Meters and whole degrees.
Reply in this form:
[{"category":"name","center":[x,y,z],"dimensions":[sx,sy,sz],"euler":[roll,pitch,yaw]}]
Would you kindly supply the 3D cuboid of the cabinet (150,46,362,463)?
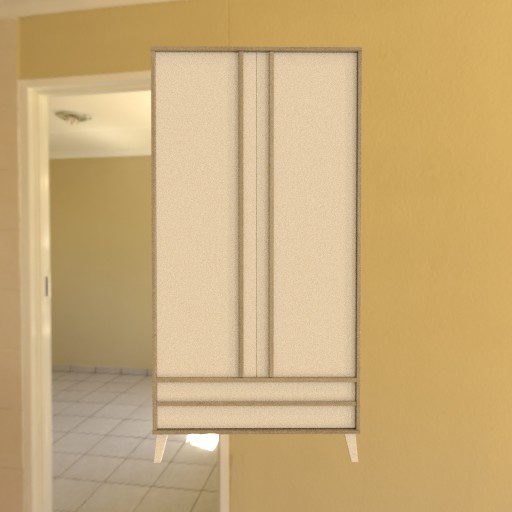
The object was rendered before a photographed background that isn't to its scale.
[{"category":"cabinet","center":[0.000,0.000,2.410],"dimensions":[1.006,1.999,0.571],"euler":[0,1,0]}]
